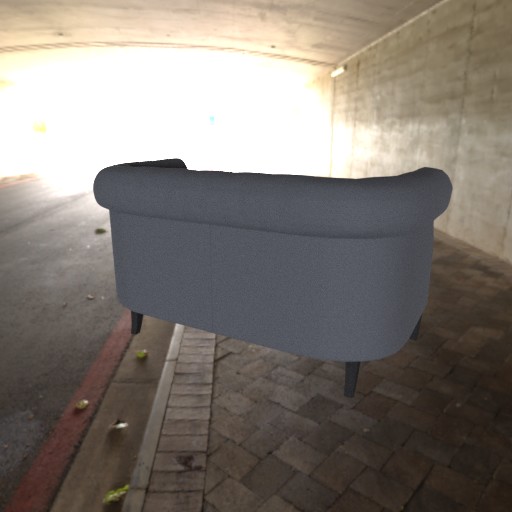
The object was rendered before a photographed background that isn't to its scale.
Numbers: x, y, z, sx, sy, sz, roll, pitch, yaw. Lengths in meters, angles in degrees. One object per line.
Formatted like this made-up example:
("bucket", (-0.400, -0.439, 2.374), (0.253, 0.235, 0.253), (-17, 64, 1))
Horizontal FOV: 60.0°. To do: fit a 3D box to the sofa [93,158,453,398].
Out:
("sofa", (0.000, 0.000, 2.043), (1.558, 0.827, 0.835), (9, 18, 28))
